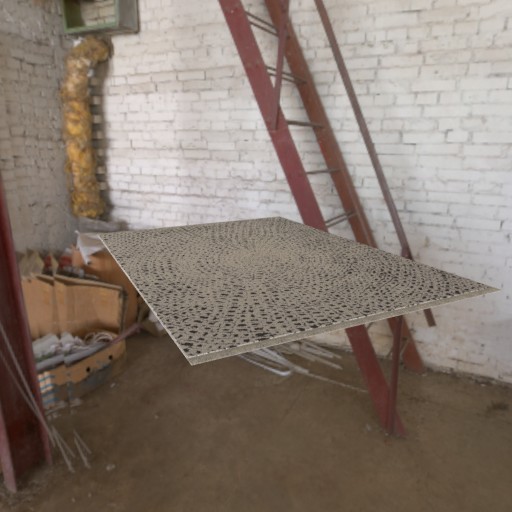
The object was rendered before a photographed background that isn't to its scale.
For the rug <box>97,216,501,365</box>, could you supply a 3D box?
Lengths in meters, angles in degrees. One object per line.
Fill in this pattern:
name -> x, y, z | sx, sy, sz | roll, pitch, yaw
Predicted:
rug -> 0.000, 0.000, 2.063 | 1.190, 0.003, 1.634 | -8, 18, -26
